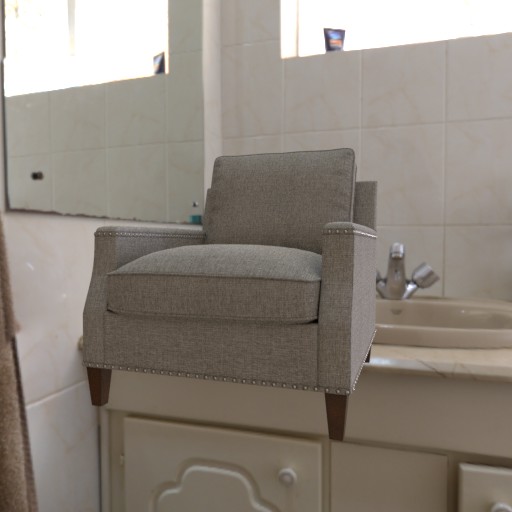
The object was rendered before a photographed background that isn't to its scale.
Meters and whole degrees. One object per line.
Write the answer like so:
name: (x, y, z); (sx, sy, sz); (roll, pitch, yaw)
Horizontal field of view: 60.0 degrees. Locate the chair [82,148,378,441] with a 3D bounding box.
chair: (0.000, 0.000, 1.712); (0.853, 0.943, 1.014); (1, 2, 19)
